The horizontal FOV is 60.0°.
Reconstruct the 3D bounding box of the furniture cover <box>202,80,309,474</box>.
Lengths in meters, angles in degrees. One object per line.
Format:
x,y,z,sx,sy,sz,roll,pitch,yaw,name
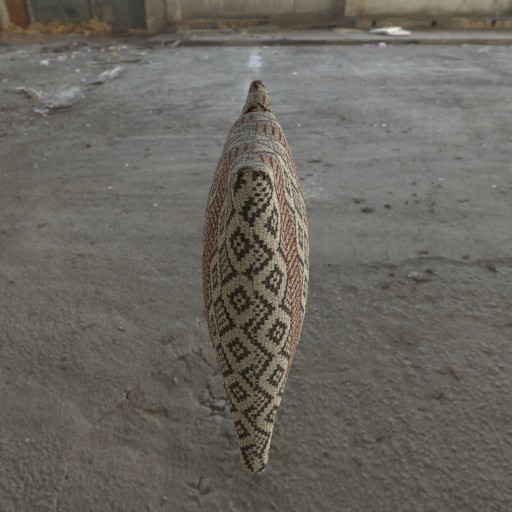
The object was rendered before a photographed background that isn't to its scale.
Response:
0.000,0.000,0.780,0.182,0.506,0.503,0,32,1,furniture cover
